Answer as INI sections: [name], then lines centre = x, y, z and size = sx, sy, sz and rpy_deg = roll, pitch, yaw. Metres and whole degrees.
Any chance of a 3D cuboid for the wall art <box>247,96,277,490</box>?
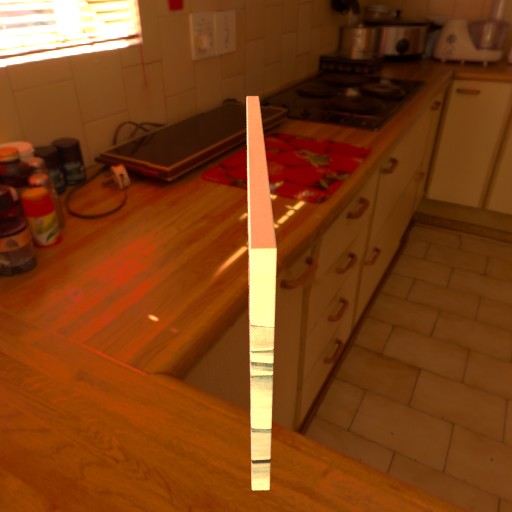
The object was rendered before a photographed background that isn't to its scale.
[wall art]
centre = 0.000, 0.000, 1.170
size = 0.039, 0.609, 0.914
rpy_deg = -1, 33, -1
